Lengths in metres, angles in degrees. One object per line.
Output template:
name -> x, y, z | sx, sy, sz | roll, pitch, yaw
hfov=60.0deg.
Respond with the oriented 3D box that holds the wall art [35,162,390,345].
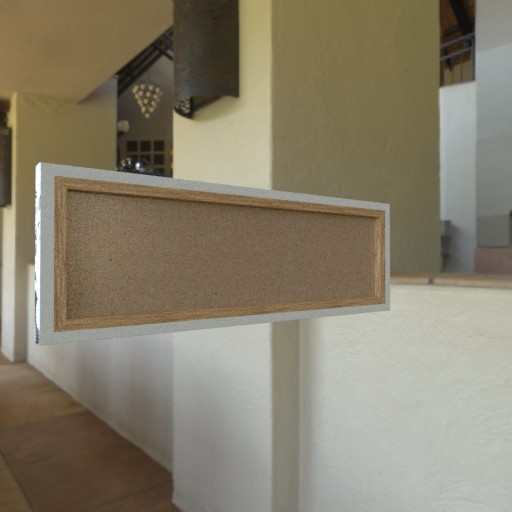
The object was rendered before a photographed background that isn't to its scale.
wall art -> 0.000, 0.000, 0.851 | 0.763, 0.255, 0.038 | 1, -1, -36
